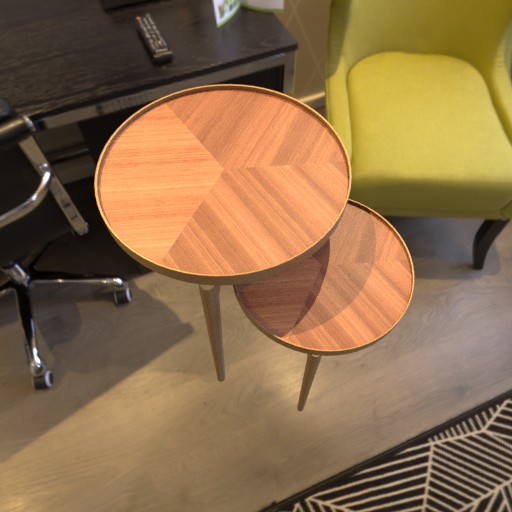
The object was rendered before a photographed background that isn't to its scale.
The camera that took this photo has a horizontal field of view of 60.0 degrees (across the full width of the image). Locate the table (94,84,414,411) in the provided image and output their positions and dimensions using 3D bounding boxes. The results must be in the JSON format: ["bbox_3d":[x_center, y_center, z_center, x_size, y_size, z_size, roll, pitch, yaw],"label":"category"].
[{"bbox_3d":[0.000,0.000,1.136,0.751,0.555,0.532,32,63,18],"label":"table"}]
